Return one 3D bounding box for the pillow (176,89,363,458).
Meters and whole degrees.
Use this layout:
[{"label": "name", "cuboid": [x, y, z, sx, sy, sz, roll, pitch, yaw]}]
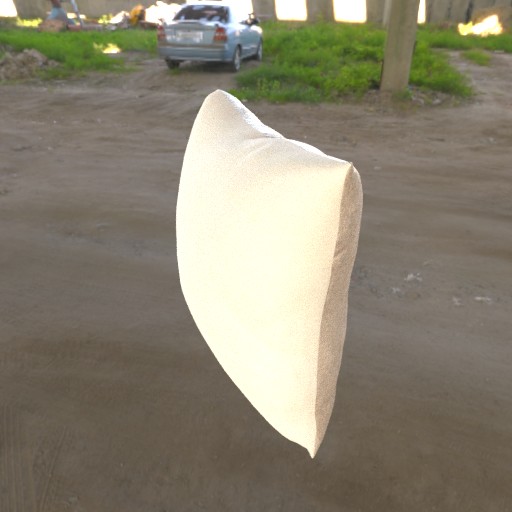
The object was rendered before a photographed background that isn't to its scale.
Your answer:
[{"label": "pillow", "cuboid": [0.000, 0.000, 0.721, 0.245, 0.448, 0.450, -10, 31, -17]}]
